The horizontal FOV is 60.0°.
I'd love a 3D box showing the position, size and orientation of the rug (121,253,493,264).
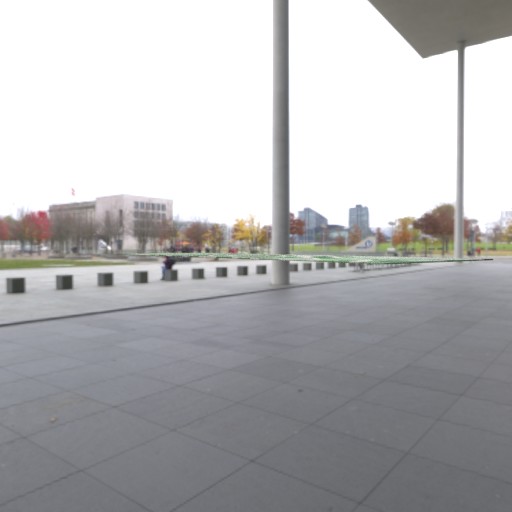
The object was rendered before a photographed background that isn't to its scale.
[{"bbox_3d":[0.000,0.000,2.680,0.761,0.006,2.438,-1,1,-37],"label":"rug"}]
